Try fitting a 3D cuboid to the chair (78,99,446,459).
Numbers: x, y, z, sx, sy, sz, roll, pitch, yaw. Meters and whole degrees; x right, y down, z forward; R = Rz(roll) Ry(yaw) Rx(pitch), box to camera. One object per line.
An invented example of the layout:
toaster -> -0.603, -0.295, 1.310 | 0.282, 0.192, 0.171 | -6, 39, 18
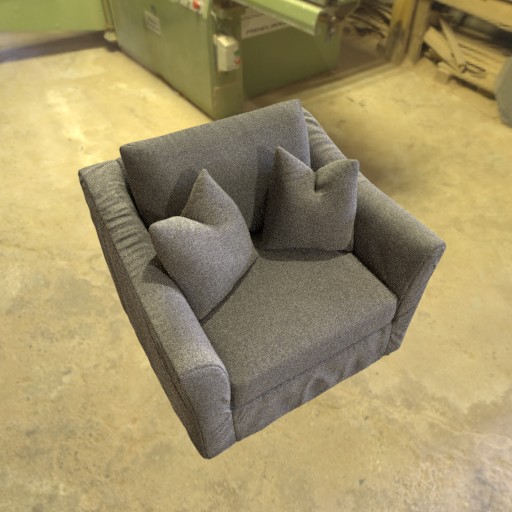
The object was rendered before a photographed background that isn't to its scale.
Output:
chair -> 0.000, 0.000, 2.036 | 1.194, 1.059, 1.071 | -23, 49, -21
